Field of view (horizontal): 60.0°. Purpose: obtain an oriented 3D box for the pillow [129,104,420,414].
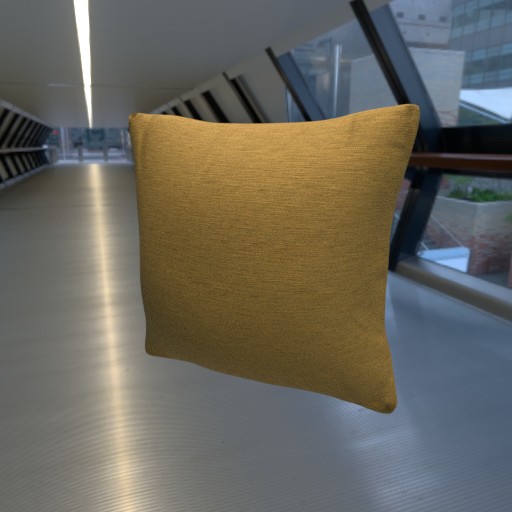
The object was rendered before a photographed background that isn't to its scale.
[{"bbox_3d":[0.000,0.000,0.660,0.435,0.417,0.247,7,16,24],"label":"pillow"}]
